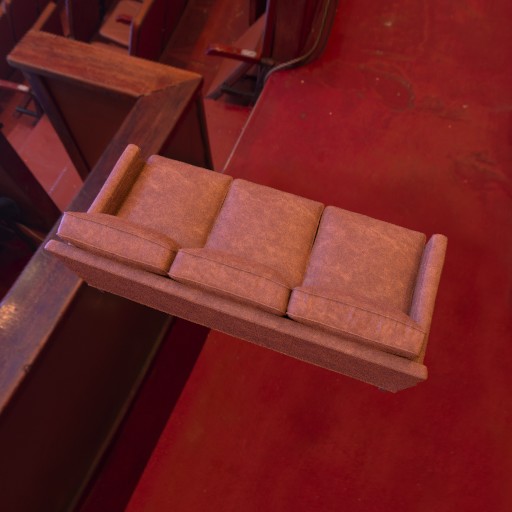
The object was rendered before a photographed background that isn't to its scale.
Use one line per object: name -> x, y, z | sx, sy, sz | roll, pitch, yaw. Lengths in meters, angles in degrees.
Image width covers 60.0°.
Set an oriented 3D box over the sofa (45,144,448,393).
sofa -> 0.000, 0.000, 2.865 | 2.246, 1.003, 1.084 | 18, 64, 9
